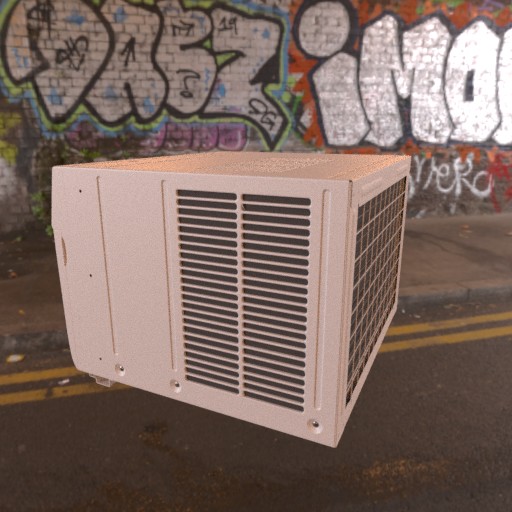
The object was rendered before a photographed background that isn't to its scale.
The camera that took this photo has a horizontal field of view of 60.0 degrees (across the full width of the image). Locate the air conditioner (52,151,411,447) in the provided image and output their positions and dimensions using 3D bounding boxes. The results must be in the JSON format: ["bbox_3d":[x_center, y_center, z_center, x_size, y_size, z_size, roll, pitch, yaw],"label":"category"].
[{"bbox_3d":[0.000,0.000,1.068,0.599,0.455,0.645,7,18,24],"label":"air conditioner"}]
